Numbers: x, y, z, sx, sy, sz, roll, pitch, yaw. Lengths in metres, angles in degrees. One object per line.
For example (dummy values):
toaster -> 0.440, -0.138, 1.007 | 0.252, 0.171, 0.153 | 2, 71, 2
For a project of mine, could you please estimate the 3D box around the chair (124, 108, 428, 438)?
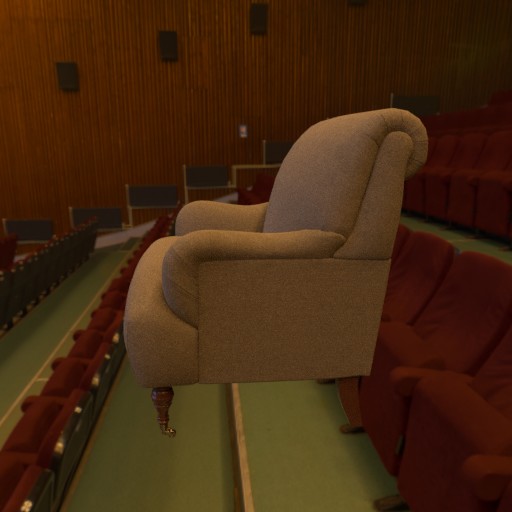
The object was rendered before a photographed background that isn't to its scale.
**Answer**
chair -> 0.000, 0.000, 1.537 | 0.843, 0.942, 0.766 | -2, 14, -7
